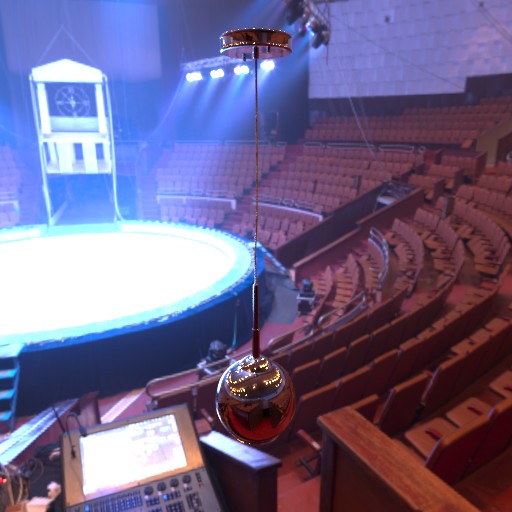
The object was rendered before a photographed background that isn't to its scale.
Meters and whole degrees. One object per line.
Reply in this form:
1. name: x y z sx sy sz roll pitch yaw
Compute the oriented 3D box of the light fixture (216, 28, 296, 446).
1. light fixture: 0.000 0.000 1.702 0.336 1.538 0.336 -7 16 -27
